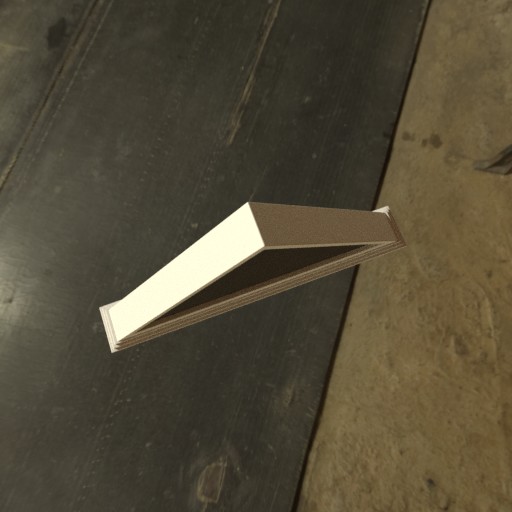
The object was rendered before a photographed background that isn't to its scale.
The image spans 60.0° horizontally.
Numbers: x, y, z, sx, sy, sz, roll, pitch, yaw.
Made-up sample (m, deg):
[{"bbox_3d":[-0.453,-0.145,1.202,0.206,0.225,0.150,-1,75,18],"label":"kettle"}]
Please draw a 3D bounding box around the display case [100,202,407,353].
[{"bbox_3d":[0.000,0.000,0.754,0.640,0.340,0.095,-19,76,-5],"label":"display case"}]
